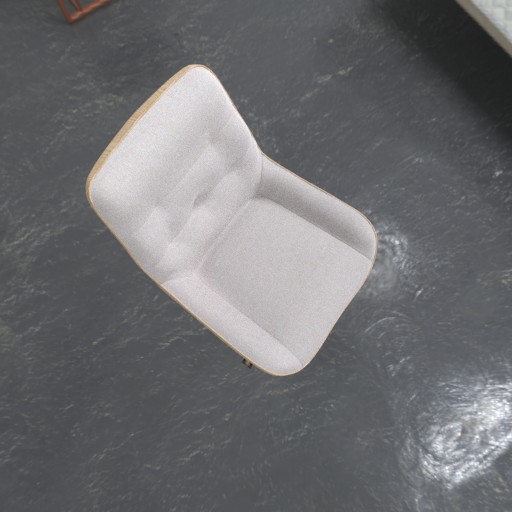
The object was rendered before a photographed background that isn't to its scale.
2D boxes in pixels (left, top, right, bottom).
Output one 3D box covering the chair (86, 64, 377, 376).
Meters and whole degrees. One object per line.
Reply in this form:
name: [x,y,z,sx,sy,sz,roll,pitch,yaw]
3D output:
chair: [0.000,0.000,1.348,0.668,0.952,0.564,35,78,8]
